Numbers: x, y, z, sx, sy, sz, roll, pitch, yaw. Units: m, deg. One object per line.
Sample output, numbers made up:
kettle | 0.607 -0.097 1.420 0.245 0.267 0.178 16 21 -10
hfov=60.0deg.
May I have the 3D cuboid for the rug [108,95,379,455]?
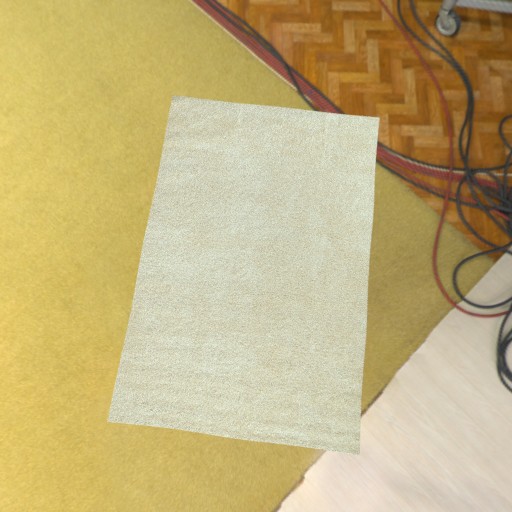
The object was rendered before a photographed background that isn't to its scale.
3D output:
rug | 0.000 0.000 3.493 1.800 0.025 2.699 7 75 2
